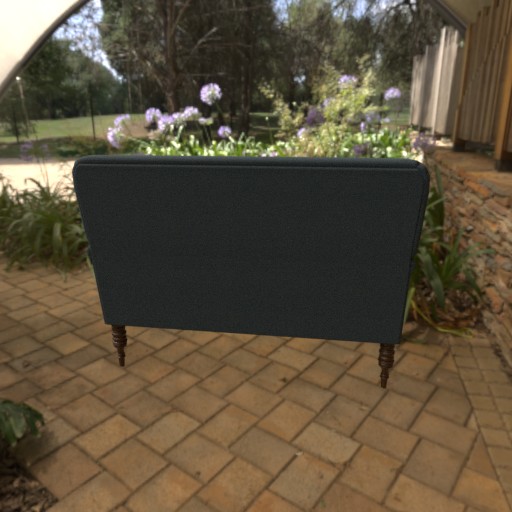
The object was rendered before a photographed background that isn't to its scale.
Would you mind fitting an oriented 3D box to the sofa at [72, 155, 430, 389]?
[{"bbox_3d":[0.000,0.000,1.908,1.297,0.889,0.779,2,17,8],"label":"sofa"}]
